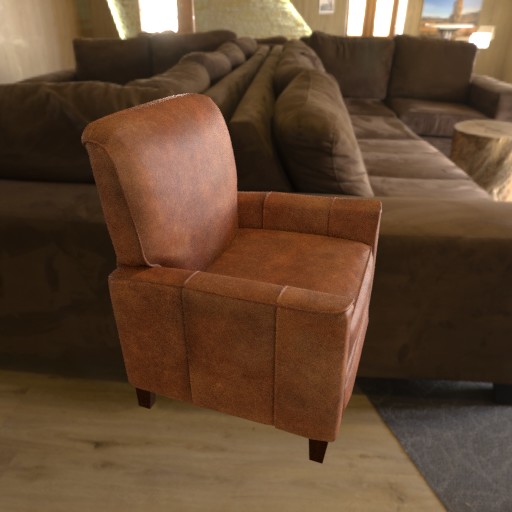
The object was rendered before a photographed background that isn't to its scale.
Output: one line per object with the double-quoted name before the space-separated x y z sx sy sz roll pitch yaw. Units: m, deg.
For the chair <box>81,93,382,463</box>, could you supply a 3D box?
"chair" 0.000 0.000 1.625 0.836 1.043 0.843 10 30 17
